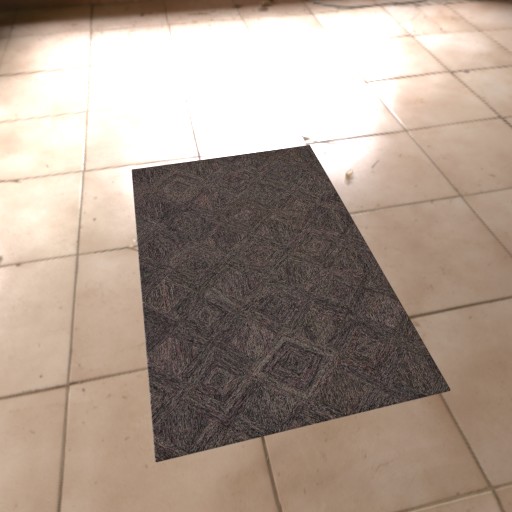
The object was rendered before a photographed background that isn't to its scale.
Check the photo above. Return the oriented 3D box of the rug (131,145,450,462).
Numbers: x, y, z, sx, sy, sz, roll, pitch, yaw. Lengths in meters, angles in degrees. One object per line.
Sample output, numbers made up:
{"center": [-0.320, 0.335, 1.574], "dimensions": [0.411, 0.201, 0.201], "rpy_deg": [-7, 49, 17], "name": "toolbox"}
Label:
{"center": [0.000, 0.000, 2.912], "dimensions": [1.501, 0.017, 2.298], "rpy_deg": [-10, 48, -9], "name": "rug"}
